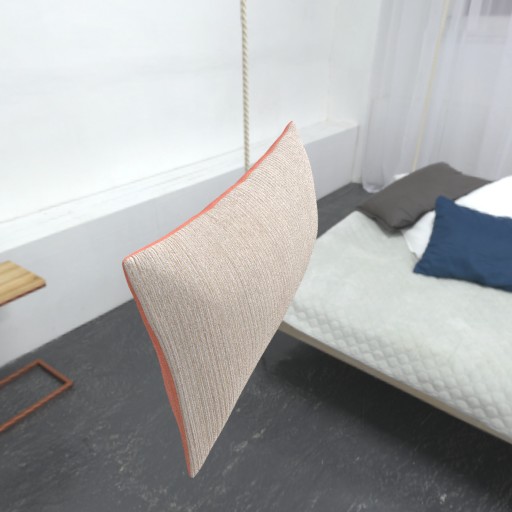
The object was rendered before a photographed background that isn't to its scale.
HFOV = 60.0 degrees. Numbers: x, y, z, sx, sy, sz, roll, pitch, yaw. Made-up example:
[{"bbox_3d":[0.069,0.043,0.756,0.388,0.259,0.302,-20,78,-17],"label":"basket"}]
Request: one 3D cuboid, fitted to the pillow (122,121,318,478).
[{"bbox_3d":[0.000,0.000,0.730,0.155,0.307,0.608,10,31,17],"label":"pillow"}]
